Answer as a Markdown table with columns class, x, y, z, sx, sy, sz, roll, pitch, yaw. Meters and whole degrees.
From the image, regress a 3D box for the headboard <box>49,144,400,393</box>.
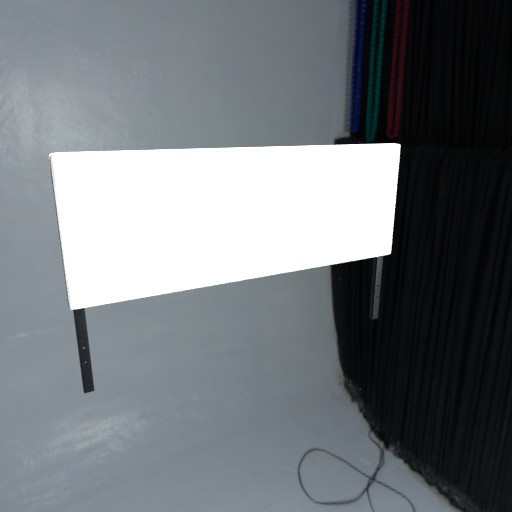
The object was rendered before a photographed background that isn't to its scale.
| class | x | y | z | sx | sy | sz | roll | pitch | yaw |
| --- | --- | --- | --- | --- | --- | --- | --- | --- | --- |
| headboard | 0.000 | 0.000 | 2.954 | 2.362 | 1.410 | 0.120 | -9 | 19 | -26 |
